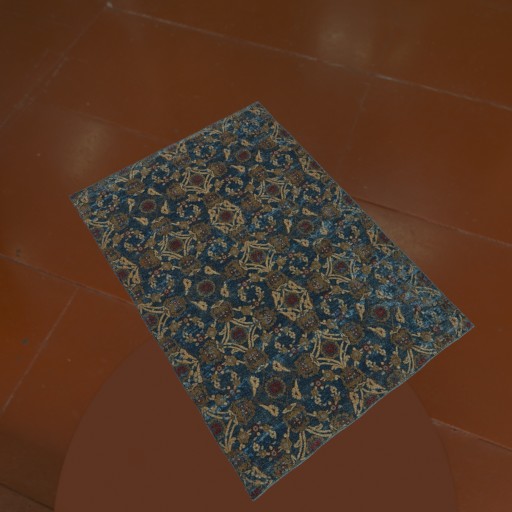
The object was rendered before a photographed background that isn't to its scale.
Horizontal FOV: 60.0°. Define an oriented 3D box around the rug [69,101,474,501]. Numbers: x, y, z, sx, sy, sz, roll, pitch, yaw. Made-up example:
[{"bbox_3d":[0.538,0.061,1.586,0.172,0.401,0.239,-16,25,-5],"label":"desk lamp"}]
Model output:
[{"bbox_3d":[0.000,0.000,4.165,2.337,0.013,3.291,-32,67,-15],"label":"rug"}]
